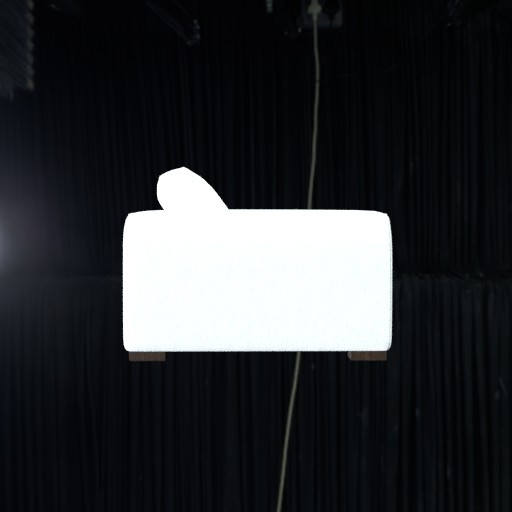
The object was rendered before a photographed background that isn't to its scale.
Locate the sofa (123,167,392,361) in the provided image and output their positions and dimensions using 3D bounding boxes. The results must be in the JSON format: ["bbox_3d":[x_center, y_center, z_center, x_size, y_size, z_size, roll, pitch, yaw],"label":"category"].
[{"bbox_3d":[0.000,0.000,2.814,1.070,0.801,2.262,0,1,-1],"label":"sofa"}]
